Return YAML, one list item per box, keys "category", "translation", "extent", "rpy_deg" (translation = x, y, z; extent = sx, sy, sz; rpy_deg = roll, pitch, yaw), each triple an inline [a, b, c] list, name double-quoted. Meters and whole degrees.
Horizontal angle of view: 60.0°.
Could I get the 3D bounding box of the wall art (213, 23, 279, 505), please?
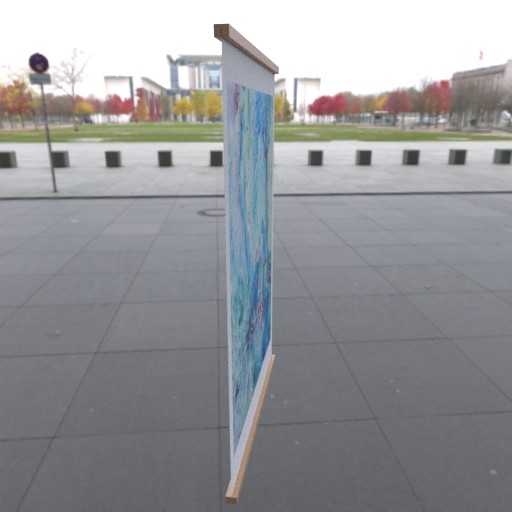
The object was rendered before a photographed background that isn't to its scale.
- category: "wall art"
  translation: [0.000, 0.000, 0.725]
  extent: [0.016, 0.611, 0.401]
  rpy_deg: [3, 17, 10]
